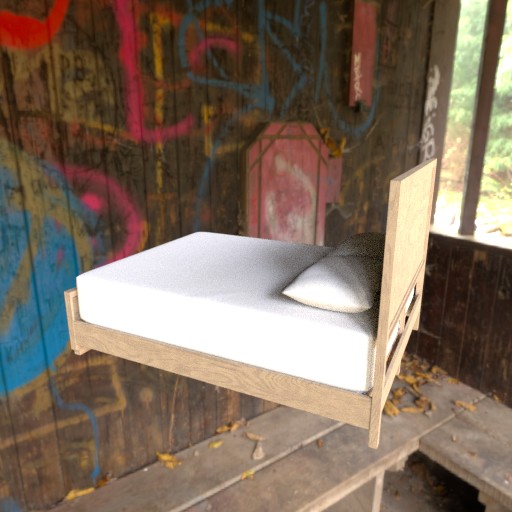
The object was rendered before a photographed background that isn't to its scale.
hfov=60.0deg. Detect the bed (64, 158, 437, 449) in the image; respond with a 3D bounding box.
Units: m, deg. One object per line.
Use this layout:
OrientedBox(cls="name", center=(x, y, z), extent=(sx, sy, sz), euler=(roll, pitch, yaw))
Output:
OrientedBox(cls="bed", center=(0.000, 0.000, 3.248), extent=(2.189, 1.369, 1.606), euler=(8, 18, 25))
